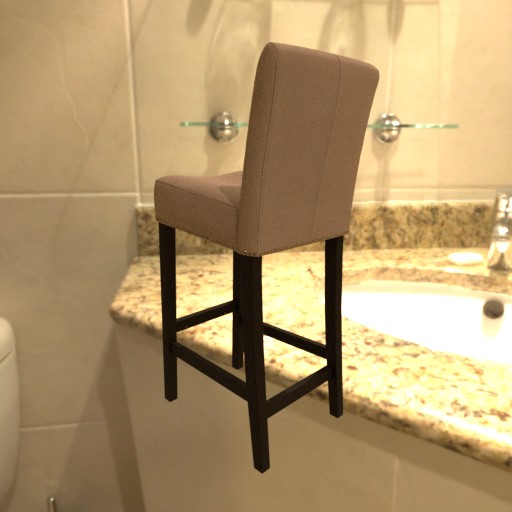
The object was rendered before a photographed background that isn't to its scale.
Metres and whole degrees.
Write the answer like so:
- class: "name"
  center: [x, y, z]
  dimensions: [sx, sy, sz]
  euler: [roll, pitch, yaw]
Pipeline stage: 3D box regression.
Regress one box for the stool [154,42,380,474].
- class: "stool"
  center: [0.000, 0.000, 1.310]
  dimensions: [0.548, 1.047, 0.411]
  euler: [14, 20, 43]
